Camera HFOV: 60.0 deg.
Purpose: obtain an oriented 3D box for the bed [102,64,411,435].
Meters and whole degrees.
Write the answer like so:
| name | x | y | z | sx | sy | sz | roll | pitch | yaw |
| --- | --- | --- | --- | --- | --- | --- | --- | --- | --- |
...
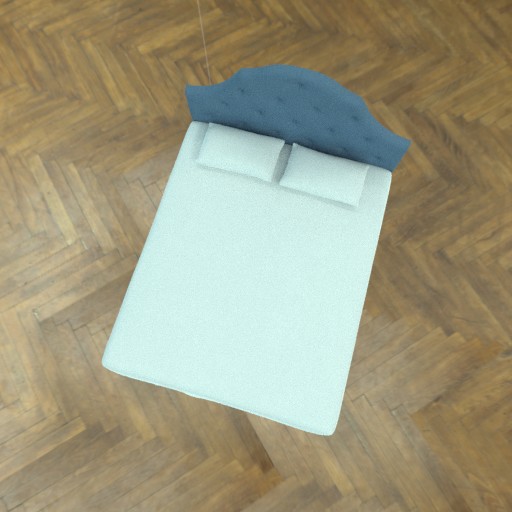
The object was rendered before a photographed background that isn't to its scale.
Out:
| name | x | y | z | sx | sy | sz | roll | pitch | yaw |
| --- | --- | --- | --- | --- | --- | --- | --- | --- | --- |
| bed | 0.000 | 0.000 | 3.652 | 2.039 | 1.617 | 2.477 | 15 | 74 | 4 |
